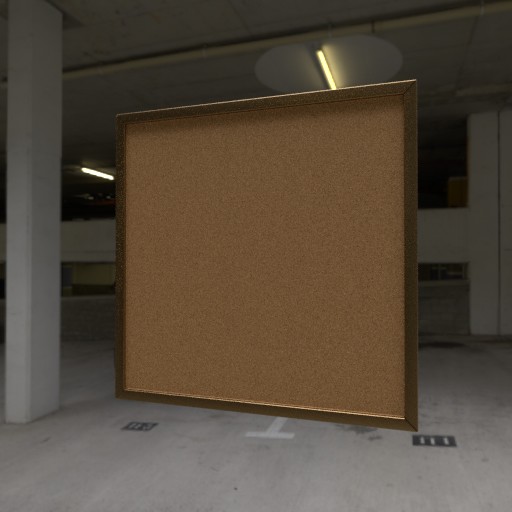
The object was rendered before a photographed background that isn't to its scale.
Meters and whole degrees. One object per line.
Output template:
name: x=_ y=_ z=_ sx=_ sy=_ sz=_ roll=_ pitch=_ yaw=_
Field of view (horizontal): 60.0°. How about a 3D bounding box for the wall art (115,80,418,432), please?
wall art: x=0.000 y=0.000 z=0.446 sx=0.305 sy=0.305 sz=0.037 roll=0 pitch=-1 yaw=18
